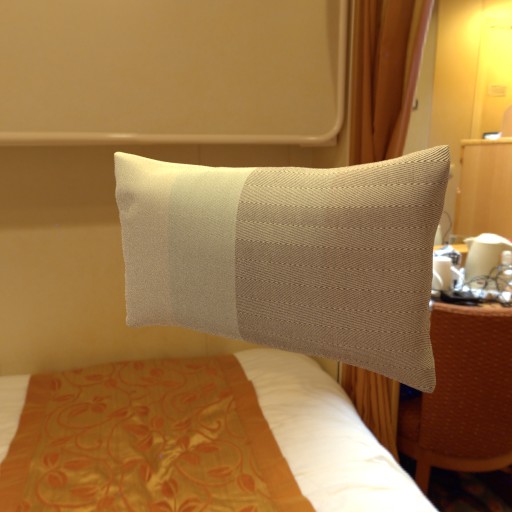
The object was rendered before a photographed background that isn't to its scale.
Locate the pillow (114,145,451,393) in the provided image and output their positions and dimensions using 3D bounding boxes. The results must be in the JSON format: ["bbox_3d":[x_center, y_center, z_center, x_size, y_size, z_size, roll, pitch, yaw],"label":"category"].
[{"bbox_3d":[0.000,0.000,0.637,0.506,0.305,0.139,7,15,26],"label":"pillow"}]
